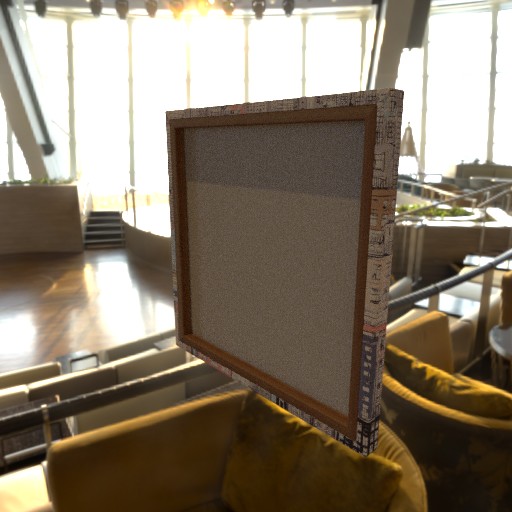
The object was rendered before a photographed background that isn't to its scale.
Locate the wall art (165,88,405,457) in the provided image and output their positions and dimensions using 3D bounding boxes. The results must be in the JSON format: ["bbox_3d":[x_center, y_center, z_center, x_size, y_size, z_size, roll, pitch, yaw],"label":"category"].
[{"bbox_3d":[0.000,0.000,0.926,0.038,0.608,0.607,-13,19,-41],"label":"wall art"}]
